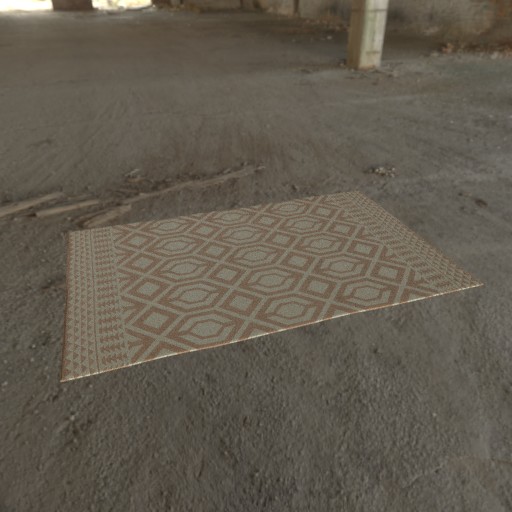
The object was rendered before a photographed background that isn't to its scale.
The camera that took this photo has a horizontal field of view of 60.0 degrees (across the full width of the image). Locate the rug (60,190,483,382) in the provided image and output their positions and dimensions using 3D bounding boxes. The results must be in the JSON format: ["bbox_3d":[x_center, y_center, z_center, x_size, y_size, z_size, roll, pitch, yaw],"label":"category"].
[{"bbox_3d":[0.000,0.000,2.999,2.435,0.011,1.526,-10,33,-16],"label":"rug"}]
